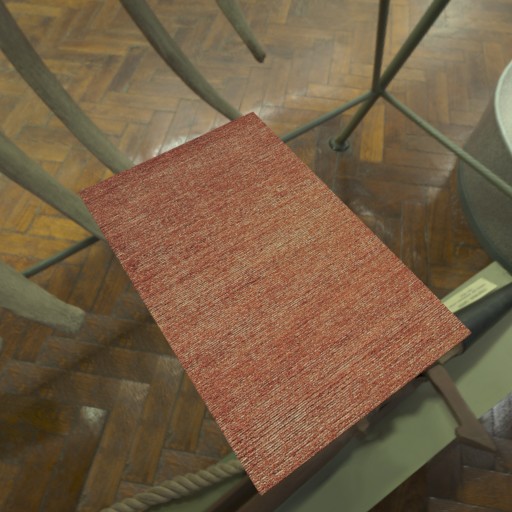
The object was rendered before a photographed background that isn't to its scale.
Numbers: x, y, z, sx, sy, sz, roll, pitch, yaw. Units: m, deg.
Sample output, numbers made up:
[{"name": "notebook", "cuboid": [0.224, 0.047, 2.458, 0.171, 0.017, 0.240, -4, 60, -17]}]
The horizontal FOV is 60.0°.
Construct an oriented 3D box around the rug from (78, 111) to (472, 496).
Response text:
[{"name": "rug", "cuboid": [0.000, 0.000, 2.181, 1.139, 0.011, 1.747, -30, 63, -17]}]
